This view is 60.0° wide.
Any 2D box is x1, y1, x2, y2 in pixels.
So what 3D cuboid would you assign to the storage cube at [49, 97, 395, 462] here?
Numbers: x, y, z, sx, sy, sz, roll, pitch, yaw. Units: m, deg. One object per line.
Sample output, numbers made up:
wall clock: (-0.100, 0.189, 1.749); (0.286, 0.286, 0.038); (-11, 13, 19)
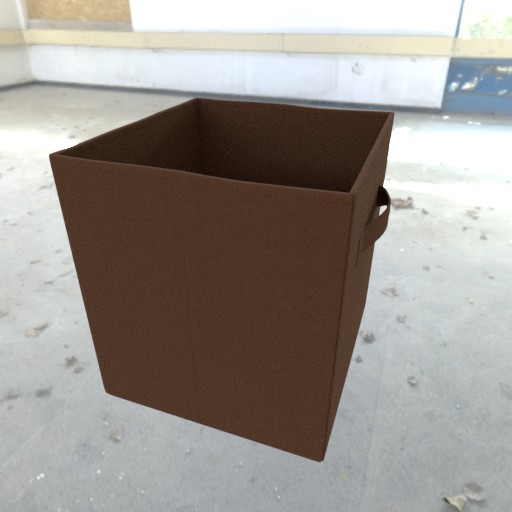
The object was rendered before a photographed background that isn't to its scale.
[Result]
storage cube: (0.000, 0.000, 0.499); (0.270, 0.280, 0.270); (11, 32, 18)
